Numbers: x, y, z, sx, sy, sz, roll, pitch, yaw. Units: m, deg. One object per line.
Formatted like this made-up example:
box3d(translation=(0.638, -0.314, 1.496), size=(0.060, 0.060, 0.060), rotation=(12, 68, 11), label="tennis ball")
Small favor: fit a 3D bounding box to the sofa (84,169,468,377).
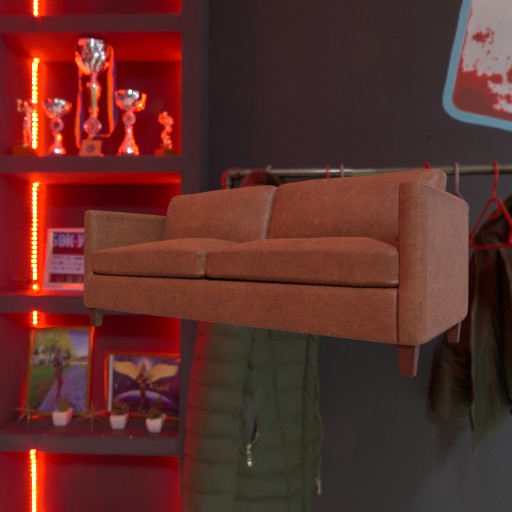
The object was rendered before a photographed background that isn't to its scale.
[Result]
box3d(translation=(0.000, 0.000, 2.678), size=(2.204, 0.932, 0.950), rotation=(0, 1, 35), label="sofa")
